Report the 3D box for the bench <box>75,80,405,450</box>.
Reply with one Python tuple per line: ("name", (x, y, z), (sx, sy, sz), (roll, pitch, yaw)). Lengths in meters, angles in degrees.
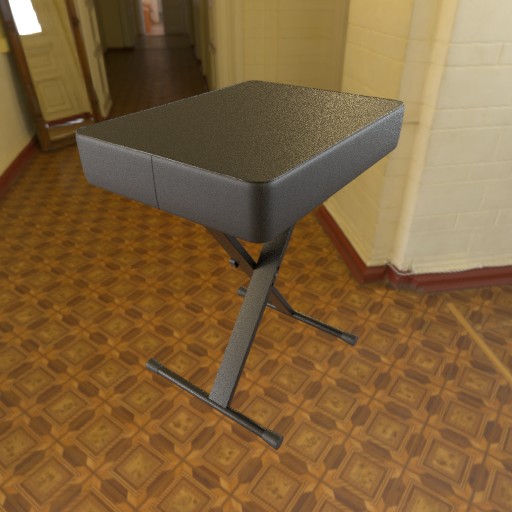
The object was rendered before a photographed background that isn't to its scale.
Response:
("bench", (0.000, 0.000, 0.797), (0.321, 0.500, 0.424), (21, 38, 29))
